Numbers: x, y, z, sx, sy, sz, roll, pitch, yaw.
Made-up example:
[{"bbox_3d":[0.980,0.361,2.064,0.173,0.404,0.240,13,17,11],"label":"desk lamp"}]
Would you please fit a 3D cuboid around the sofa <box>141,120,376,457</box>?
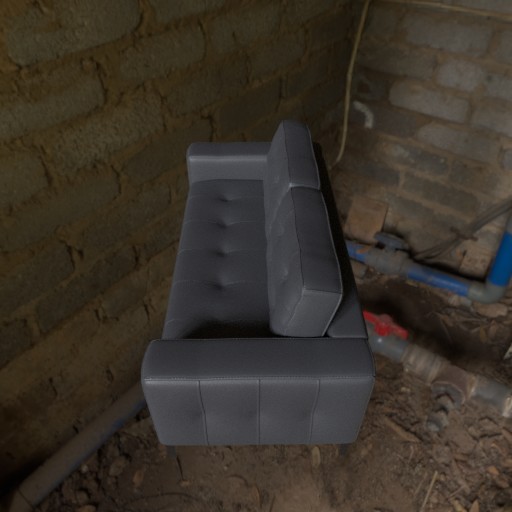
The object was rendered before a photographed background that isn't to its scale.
[{"bbox_3d":[0.000,0.000,2.259,0.833,0.893,1.726,0,42,0],"label":"sofa"}]
